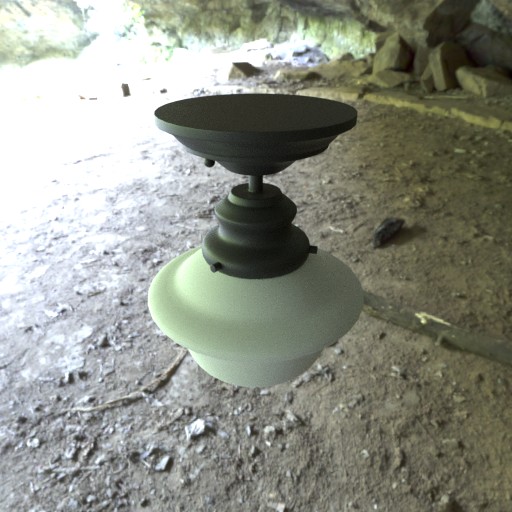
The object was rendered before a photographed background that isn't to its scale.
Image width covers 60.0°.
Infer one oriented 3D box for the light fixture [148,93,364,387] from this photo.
[{"bbox_3d":[0.000,0.000,0.397,0.197,0.254,0.197,0,29,0],"label":"light fixture"}]
